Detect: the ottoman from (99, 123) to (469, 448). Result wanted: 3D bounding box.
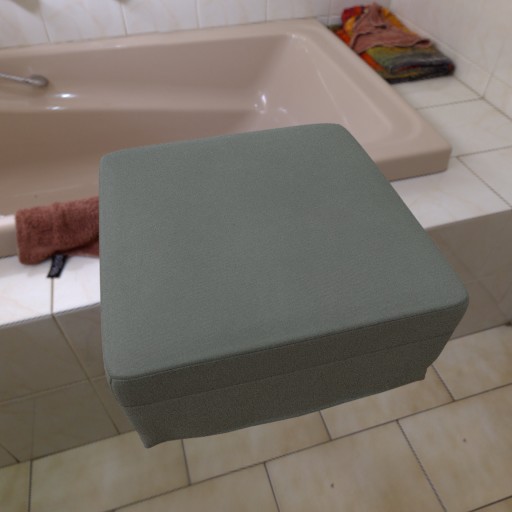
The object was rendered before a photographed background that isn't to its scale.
[{"bbox_3d":[0.000,0.000,1.328,0.843,0.441,0.842,-10,47,-10],"label":"ottoman"}]
